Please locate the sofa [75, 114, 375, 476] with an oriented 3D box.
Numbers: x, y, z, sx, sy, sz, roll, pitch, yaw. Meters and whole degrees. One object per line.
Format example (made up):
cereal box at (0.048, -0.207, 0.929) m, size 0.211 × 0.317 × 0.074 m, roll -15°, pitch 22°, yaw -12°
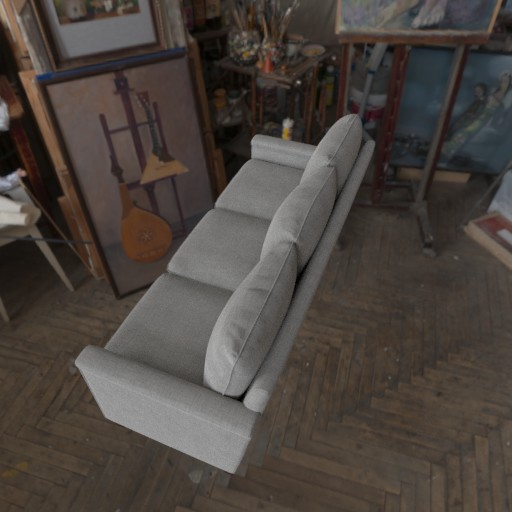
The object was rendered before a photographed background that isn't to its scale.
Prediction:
sofa at (0.000, 0.000, 2.381) m, size 0.828 × 0.959 × 1.925 m, roll 16°, pitch 47°, yaw 16°
